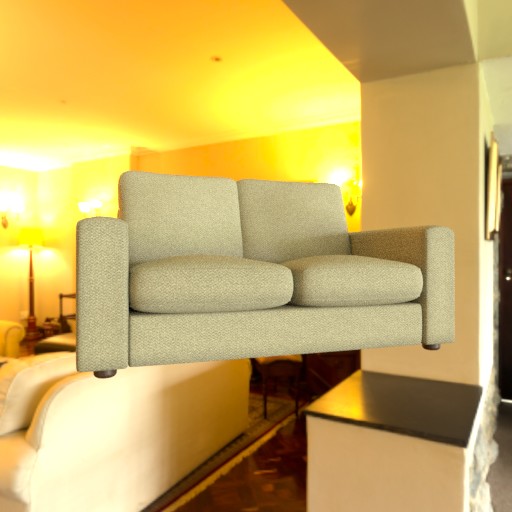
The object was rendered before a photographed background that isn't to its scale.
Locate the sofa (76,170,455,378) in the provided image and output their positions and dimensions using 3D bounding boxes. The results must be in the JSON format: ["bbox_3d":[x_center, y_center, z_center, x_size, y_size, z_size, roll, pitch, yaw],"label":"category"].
[{"bbox_3d":[0.000,0.000,2.202,1.616,0.873,1.016,0,0,-19],"label":"sofa"}]
